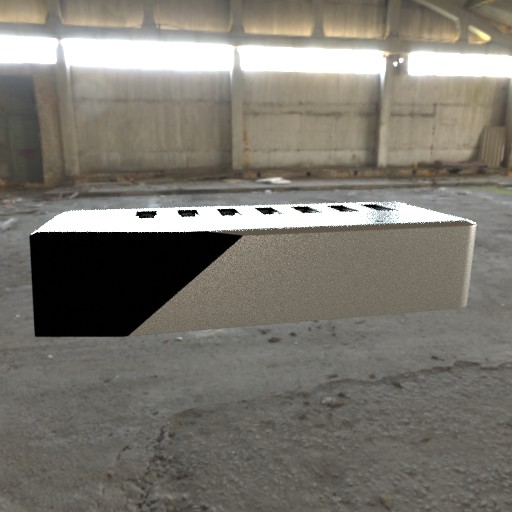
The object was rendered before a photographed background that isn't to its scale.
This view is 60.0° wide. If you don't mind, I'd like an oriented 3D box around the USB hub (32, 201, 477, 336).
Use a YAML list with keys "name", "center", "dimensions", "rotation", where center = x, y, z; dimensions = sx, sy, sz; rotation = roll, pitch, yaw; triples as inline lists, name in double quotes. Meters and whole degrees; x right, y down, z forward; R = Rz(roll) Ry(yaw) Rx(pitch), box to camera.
- name: "USB hub"
  center: [0.000, 0.000, 0.125]
  dimensions: [0.110, 0.023, 0.044]
  rotation: [-3, 15, -12]
